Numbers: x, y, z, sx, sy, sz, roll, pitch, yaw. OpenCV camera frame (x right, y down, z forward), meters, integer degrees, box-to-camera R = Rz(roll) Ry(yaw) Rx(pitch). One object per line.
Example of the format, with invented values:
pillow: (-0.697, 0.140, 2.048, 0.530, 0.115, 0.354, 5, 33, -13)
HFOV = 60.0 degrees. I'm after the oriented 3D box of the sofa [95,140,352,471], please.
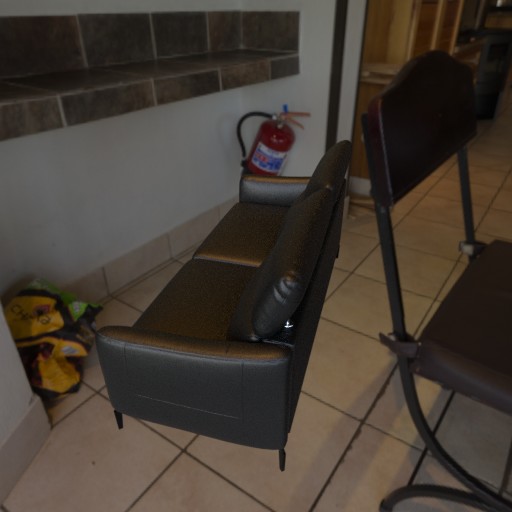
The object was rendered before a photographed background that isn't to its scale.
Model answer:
sofa: (0.000, 0.000, 2.569, 0.856, 0.957, 2.069, 8, 31, 14)
